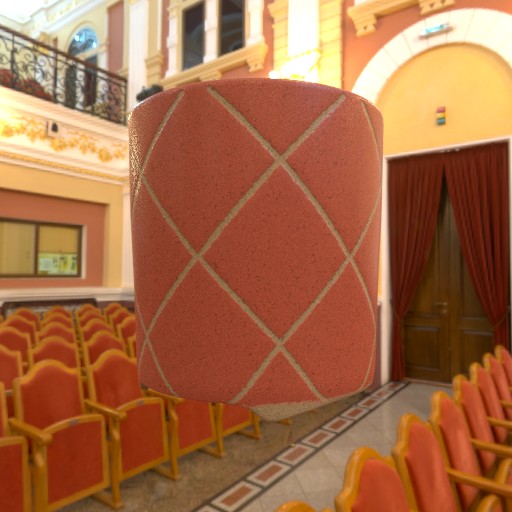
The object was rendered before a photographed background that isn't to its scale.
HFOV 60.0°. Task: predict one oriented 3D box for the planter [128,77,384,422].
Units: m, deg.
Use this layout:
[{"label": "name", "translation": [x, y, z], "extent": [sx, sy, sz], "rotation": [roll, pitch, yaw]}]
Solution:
[{"label": "planter", "translation": [0.000, 0.000, 0.407], "extent": [0.227, 0.235, 0.227], "rotation": [0, -2, 0]}]
